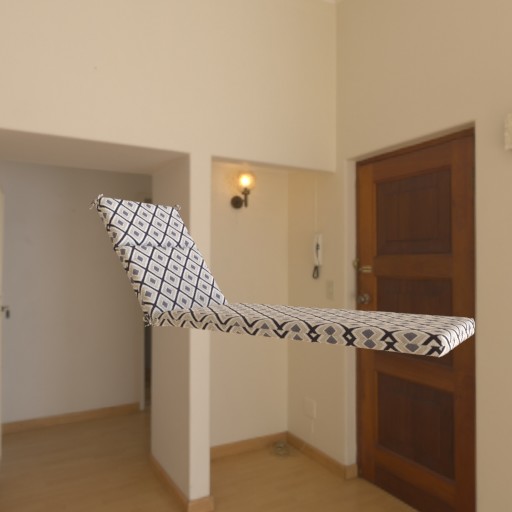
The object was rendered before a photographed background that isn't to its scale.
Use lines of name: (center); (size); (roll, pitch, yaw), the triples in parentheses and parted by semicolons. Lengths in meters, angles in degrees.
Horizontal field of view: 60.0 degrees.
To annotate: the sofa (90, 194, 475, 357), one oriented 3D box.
sofa: (0.000, 0.000, 1.941); (1.663, 0.622, 0.582); (-1, -1, 35)
